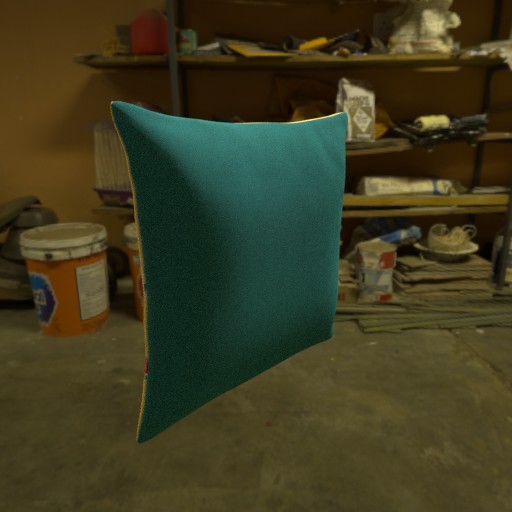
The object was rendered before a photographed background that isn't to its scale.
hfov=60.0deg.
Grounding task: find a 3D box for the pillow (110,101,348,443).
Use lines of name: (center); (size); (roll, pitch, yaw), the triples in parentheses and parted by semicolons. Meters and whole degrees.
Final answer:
pillow: (0.000, 0.000, 0.800); (0.166, 0.508, 0.525); (15, 22, 42)
